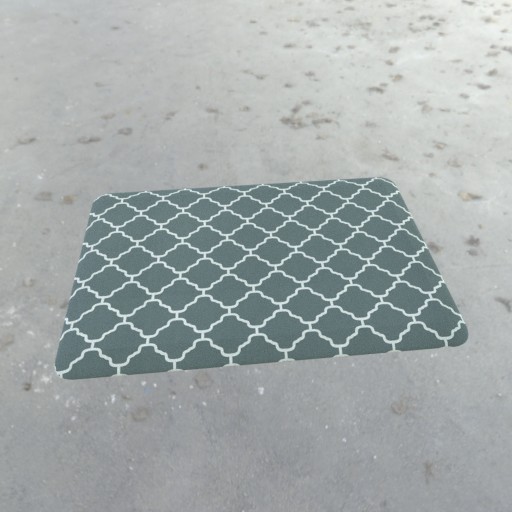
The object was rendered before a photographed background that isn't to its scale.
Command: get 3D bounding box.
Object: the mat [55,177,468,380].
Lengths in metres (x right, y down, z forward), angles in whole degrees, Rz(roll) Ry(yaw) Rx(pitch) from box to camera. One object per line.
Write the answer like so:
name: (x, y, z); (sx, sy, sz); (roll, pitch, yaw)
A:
mat: (0.000, 0.000, 0.957); (0.762, 0.021, 0.508); (-4, 47, -4)
